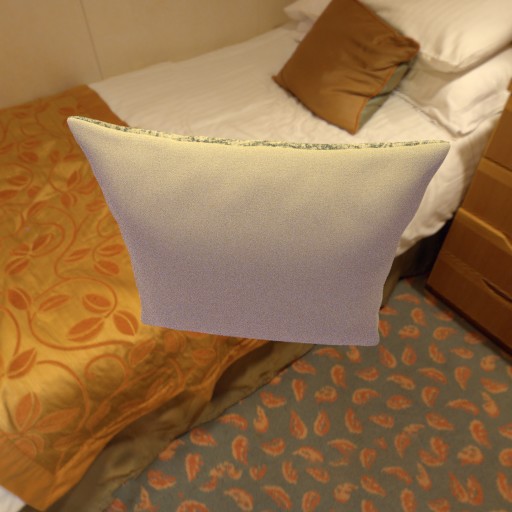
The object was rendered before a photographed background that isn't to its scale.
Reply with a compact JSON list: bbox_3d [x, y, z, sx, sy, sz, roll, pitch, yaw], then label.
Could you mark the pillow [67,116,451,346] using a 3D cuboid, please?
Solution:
[{"bbox_3d":[0.000,0.000,0.780,0.523,0.510,0.166,5,48,5],"label":"pillow"}]
